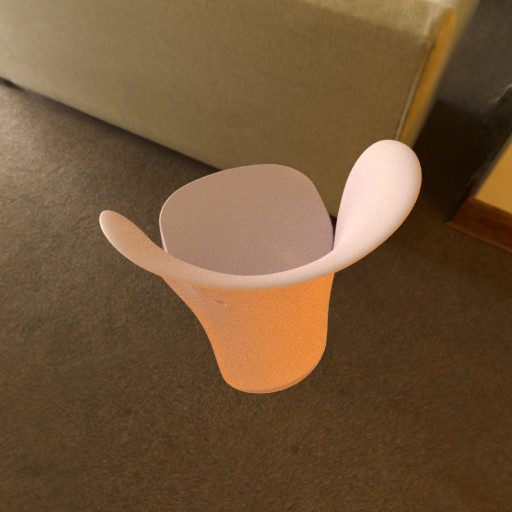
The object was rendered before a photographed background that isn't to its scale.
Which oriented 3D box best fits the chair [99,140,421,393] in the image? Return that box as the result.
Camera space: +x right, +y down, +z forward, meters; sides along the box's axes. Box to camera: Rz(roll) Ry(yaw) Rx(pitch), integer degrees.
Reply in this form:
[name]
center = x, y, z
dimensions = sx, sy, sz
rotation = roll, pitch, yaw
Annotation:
[chair]
center = 0.000, 0.000, 0.840
dimensions = 0.451, 0.554, 0.402
rotation = -16, 61, -9
